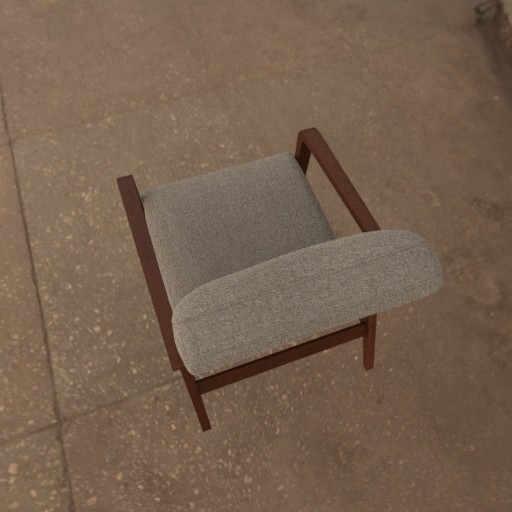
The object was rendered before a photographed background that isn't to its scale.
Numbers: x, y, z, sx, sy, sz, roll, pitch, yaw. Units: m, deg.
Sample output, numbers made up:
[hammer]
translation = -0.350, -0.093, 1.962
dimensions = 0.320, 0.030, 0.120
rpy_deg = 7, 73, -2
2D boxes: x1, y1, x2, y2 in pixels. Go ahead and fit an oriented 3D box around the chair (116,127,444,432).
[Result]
[chair]
translation = 0.000, 0.000, 1.429
dimensions = 0.704, 0.847, 0.858
rpy_deg = -17, 60, -10
